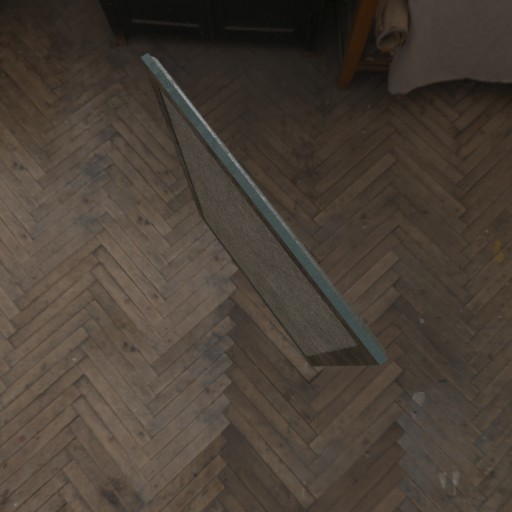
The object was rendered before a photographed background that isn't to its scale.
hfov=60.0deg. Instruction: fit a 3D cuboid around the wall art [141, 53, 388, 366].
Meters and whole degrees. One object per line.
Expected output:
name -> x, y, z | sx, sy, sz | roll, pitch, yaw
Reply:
wall art -> 0.000, 0.000, 1.319 | 0.030, 0.983, 0.767 | -35, 79, -8
